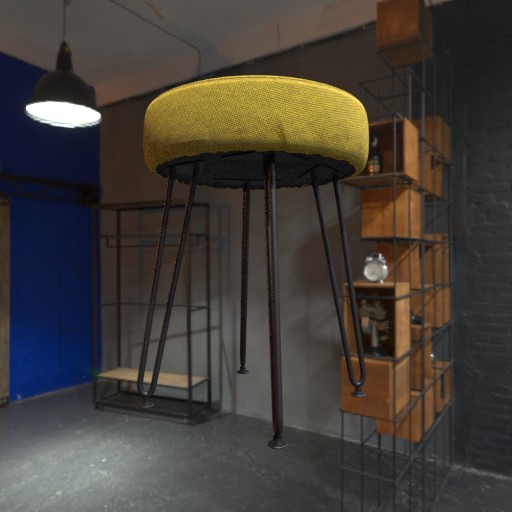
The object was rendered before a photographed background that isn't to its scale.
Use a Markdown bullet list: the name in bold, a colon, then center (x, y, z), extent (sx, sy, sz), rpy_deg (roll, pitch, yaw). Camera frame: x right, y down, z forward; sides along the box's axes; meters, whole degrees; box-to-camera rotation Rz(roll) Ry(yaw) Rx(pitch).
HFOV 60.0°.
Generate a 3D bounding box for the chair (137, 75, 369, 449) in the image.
- **chair**: center (0.000, 0.000, 0.699), extent (0.345, 0.455, 0.345), rpy_deg (0, 0, 36)
